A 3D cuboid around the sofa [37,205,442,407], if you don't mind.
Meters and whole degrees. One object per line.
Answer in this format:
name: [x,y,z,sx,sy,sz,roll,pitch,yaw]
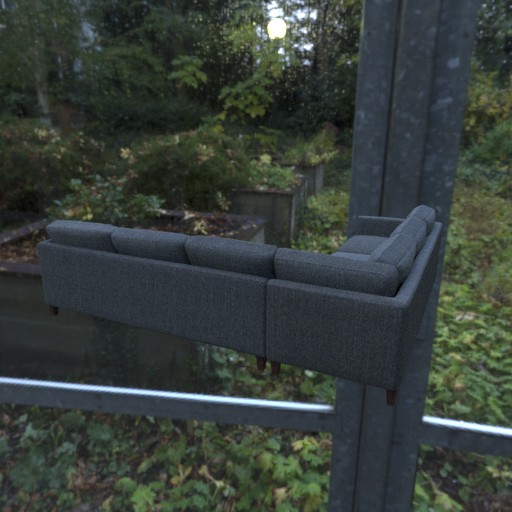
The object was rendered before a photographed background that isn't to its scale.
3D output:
sofa: [0.000,0.000,4.501,3.302,0.947,2.593,8,19,25]
